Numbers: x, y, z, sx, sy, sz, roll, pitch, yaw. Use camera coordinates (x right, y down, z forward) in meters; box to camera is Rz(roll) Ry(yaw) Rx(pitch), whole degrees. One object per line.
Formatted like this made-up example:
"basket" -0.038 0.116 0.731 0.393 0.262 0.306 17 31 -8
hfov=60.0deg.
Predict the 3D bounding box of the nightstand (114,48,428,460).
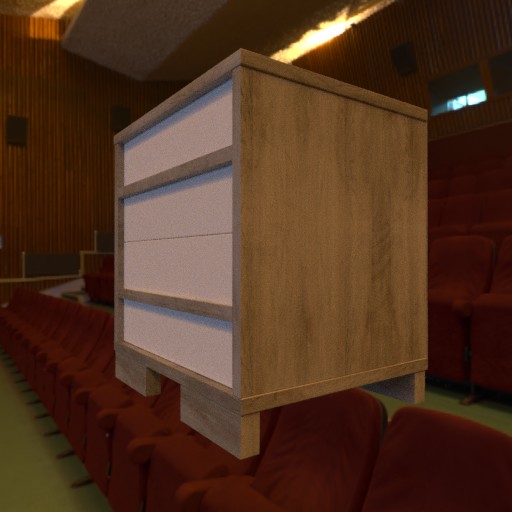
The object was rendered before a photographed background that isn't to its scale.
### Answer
"nightstand" 0.000 0.000 0.753 0.347 0.448 0.427 0 0 -36
